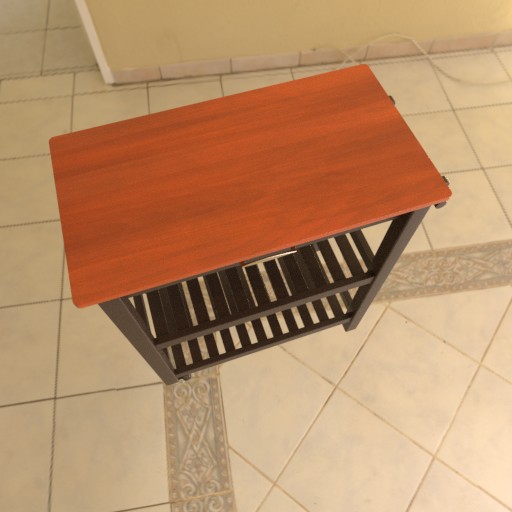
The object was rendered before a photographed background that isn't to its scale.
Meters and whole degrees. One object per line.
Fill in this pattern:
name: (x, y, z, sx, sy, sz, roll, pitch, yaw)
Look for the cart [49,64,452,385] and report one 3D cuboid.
cart: (0.000, 0.000, 1.436, 0.899, 0.927, 0.457, -16, 63, -9)
